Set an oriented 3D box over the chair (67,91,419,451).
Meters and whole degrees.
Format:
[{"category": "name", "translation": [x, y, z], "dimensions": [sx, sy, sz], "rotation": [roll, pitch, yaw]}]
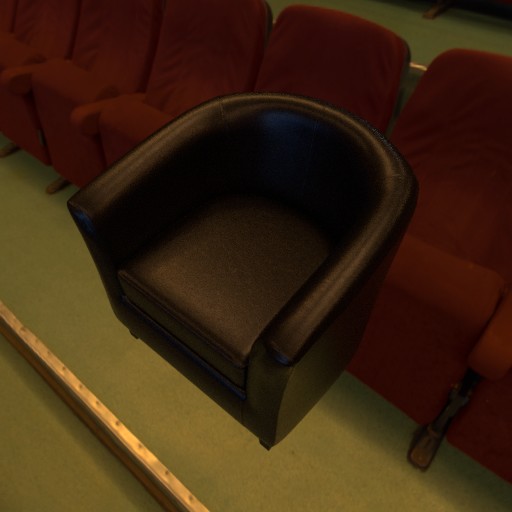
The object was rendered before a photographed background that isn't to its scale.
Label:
[{"category": "chair", "translation": [0.000, 0.000, 1.395], "dimensions": [0.793, 0.756, 0.727], "rotation": [31, 54, 26]}]
